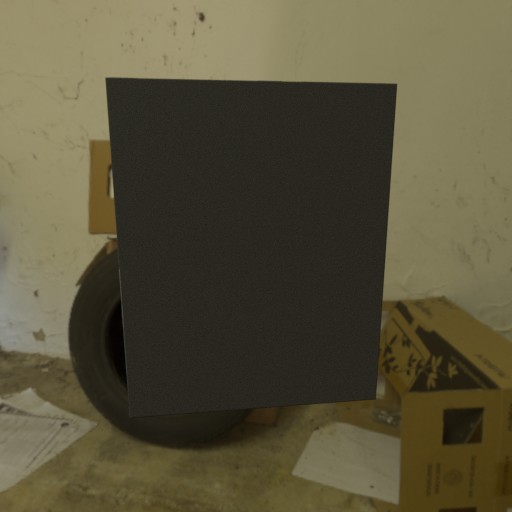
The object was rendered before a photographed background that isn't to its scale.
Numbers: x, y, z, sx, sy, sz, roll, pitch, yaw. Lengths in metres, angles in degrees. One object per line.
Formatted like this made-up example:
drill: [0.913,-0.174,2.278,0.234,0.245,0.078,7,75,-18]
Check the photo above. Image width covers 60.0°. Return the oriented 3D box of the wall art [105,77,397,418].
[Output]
wall art: [0.000,0.000,0.825,0.489,0.608,0.040,-2,13,-8]
